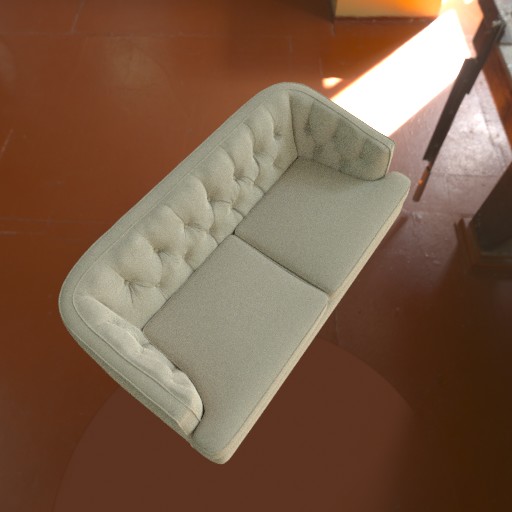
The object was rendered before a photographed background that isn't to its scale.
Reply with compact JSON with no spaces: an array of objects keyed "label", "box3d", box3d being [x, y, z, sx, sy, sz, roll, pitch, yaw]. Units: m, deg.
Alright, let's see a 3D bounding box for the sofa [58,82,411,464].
[{"label":"sofa","box3d":[0.000,0.000,2.257,0.941,0.855,1.733,32,64,17]}]
